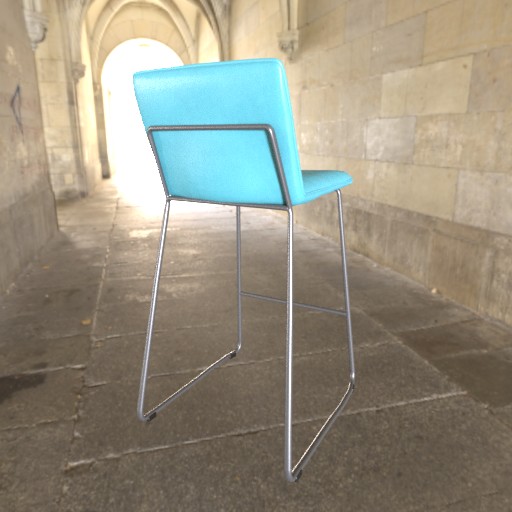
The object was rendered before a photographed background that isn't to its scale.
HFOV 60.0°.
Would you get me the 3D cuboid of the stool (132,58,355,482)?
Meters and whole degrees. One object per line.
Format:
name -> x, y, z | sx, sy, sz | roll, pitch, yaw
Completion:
stool -> 0.000, 0.000, 1.237 | 0.489, 0.936, 0.524 | 8, 17, 29
